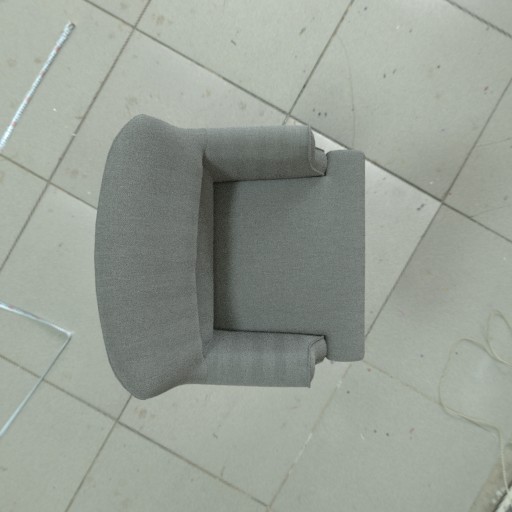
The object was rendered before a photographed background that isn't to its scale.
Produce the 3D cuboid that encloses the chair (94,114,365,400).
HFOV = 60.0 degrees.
[{"bbox_3d":[0.000,0.000,1.457,0.755,0.880,0.772,0,91,0],"label":"chair"}]
